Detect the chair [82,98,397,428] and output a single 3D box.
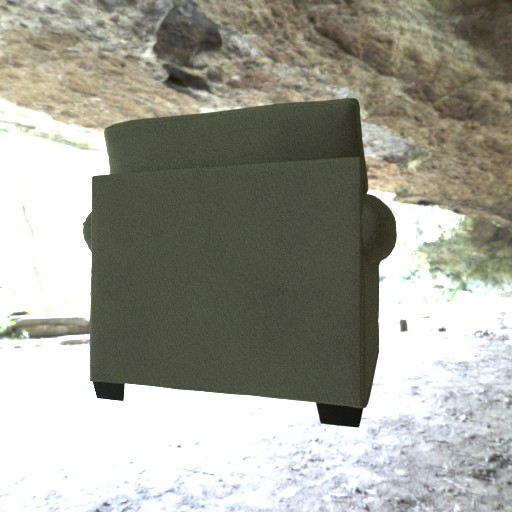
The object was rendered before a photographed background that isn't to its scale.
[{"bbox_3d":[0.000,0.000,1.894,1.147,1.044,0.939,0,-1,18],"label":"chair"}]
